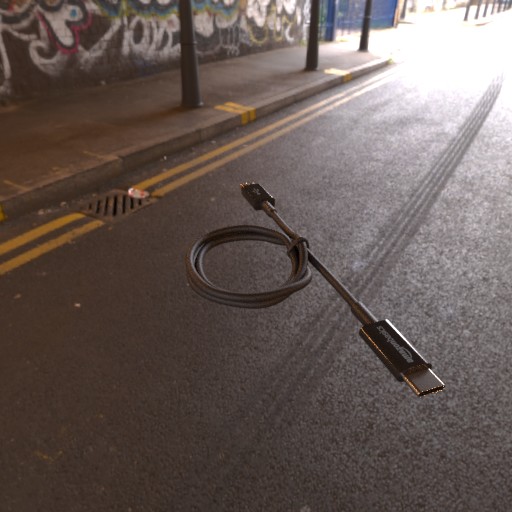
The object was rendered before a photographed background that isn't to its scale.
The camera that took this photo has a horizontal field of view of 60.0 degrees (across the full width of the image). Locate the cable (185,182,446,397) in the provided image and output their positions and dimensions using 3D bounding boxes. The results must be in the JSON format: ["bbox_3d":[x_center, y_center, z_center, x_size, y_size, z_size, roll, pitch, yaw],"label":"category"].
[{"bbox_3d":[0.000,0.000,0.214,0.070,0.014,0.192,-10,32,-17],"label":"cable"}]
